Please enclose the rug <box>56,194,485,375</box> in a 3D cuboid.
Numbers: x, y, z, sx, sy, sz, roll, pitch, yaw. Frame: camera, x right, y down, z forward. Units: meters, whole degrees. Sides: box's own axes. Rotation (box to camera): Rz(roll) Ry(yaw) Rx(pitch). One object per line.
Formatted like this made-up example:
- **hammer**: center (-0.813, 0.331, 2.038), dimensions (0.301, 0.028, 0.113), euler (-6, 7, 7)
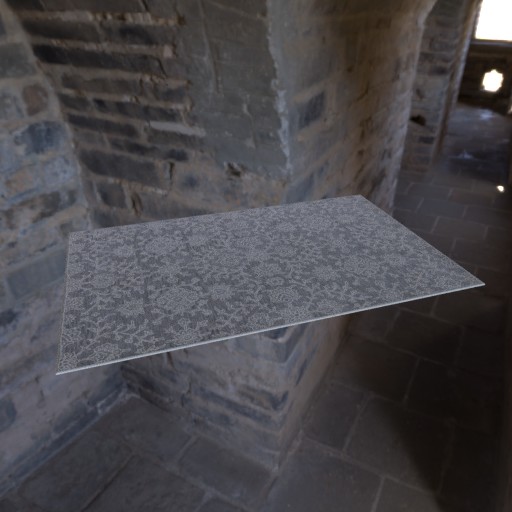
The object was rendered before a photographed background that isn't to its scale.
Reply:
- **rug**: center (0.000, 0.000, 2.989), dimensions (2.430, 0.010, 1.515), euler (-9, 31, -16)
